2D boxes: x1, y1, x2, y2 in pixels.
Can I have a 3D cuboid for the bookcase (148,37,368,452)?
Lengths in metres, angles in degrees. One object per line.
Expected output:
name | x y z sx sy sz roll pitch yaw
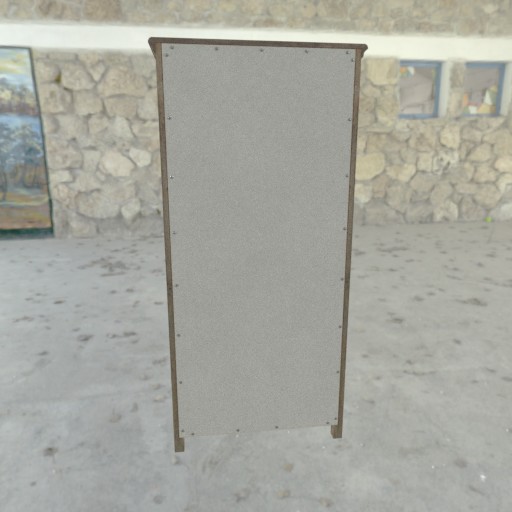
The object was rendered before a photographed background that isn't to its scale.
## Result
bookcase | 0.000 0.000 2.182 0.906 1.880 0.348 -2 13 -7
